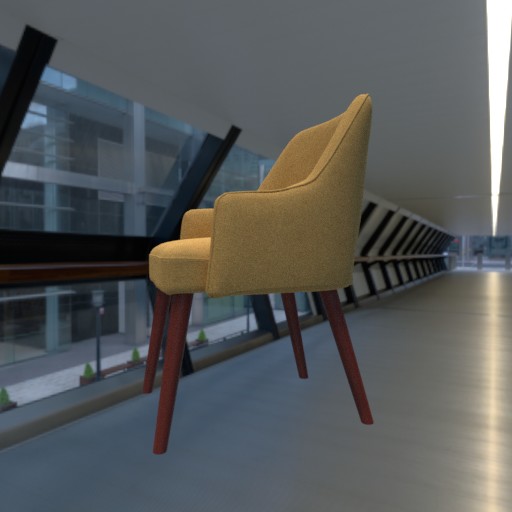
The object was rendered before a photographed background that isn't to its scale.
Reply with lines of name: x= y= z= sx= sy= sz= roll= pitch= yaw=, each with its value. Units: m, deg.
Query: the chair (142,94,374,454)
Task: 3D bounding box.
chair: x=0.000 y=0.000 z=1.250 sx=0.605 sy=0.849 sz=0.548 roll=0 pitch=1 yaw=-17
